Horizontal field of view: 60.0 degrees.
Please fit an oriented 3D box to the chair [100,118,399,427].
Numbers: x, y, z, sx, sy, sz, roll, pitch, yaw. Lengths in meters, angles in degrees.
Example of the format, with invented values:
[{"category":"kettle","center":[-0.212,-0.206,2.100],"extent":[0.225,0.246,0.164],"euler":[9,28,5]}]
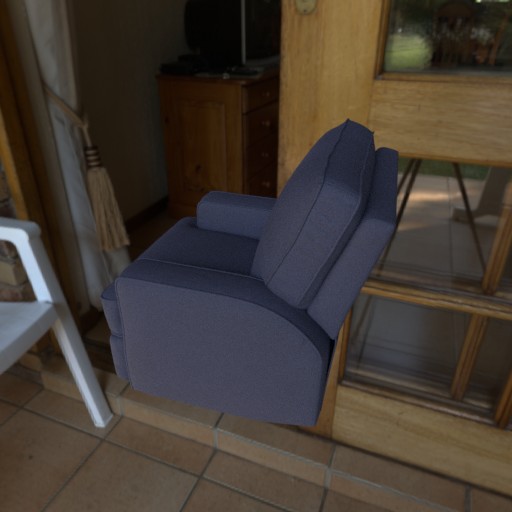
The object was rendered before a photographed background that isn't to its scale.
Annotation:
[{"category":"chair","center":[0.000,0.000,1.736],"extent":[0.964,0.962,0.861],"euler":[8,30,14]}]
